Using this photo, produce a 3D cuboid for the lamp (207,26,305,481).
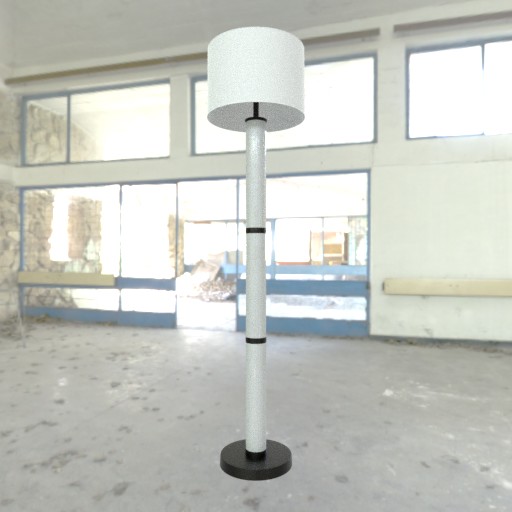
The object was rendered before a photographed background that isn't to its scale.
[{"bbox_3d":[0.000,0.000,1.719,0.377,1.599,0.377,0,0,18],"label":"lamp"}]
